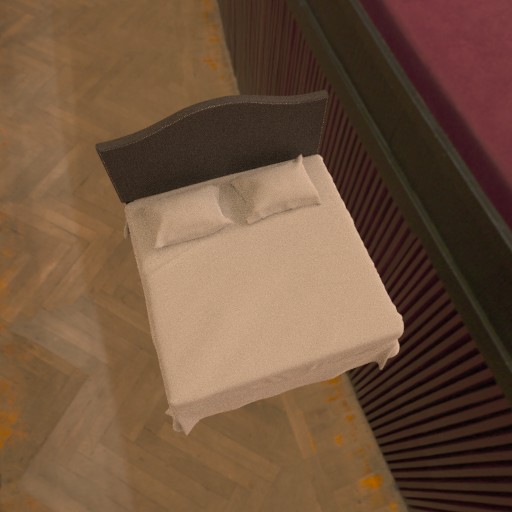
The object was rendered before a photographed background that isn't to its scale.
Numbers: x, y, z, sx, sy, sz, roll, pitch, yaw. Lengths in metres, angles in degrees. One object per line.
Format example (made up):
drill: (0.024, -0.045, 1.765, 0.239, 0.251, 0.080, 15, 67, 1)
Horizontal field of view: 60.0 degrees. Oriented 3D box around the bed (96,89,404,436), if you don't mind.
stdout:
bed: (0.000, 0.000, 3.776, 2.314, 1.651, 2.219, -16, 64, -8)
